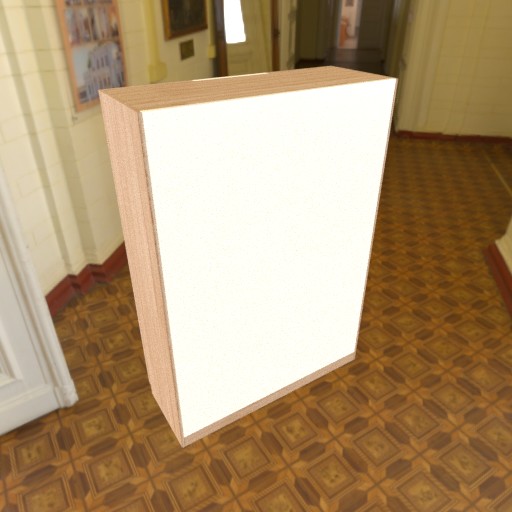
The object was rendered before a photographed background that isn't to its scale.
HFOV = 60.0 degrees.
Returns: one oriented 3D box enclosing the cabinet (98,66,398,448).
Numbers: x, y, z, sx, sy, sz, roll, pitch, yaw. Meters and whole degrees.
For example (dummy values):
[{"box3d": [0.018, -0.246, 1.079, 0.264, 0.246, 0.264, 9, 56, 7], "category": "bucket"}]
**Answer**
[{"box3d": [0.000, 0.000, 2.880, 1.500, 2.120, 0.590, -18, 35, -27], "category": "cabinet"}]
